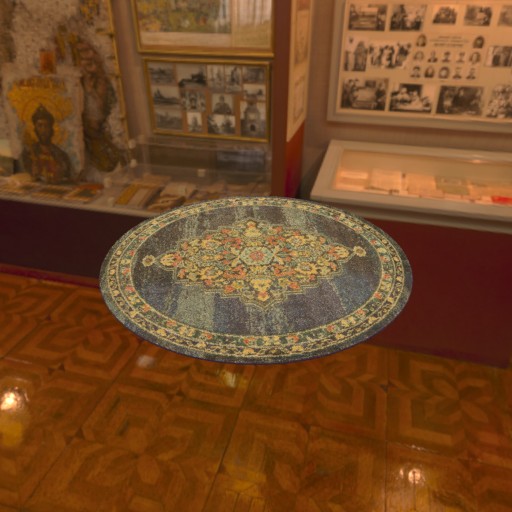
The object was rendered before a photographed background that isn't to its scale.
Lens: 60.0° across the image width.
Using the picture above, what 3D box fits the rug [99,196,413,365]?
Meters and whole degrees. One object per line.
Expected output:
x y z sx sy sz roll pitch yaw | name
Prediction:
0.000 0.000 2.348 1.591 0.010 1.591 0 31 0 | rug
